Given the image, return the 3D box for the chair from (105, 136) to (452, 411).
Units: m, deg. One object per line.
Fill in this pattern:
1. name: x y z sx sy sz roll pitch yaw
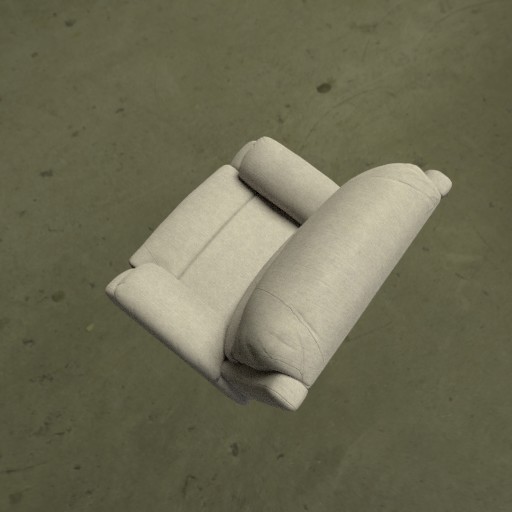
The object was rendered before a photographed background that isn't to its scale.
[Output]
1. chair: 0.000 0.000 1.706 0.899 1.011 0.930 35 69 15
